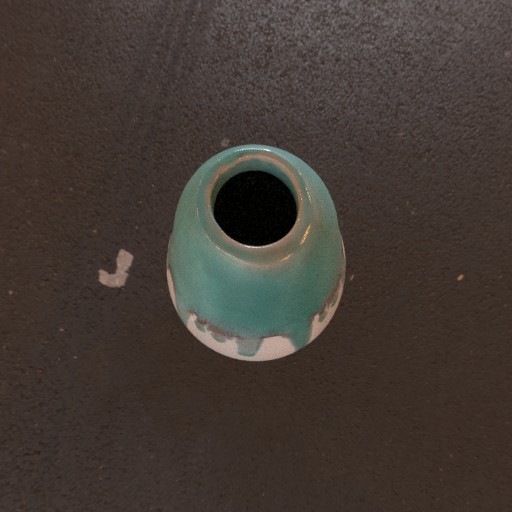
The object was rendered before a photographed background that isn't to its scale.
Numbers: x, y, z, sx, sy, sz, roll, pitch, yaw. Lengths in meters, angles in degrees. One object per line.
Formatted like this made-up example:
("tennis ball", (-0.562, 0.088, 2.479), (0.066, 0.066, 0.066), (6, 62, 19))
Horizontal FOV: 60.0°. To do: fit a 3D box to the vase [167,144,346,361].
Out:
("vase", (0.000, 0.000, 0.257), (0.116, 0.179, 0.116), (0, 75, 0))
